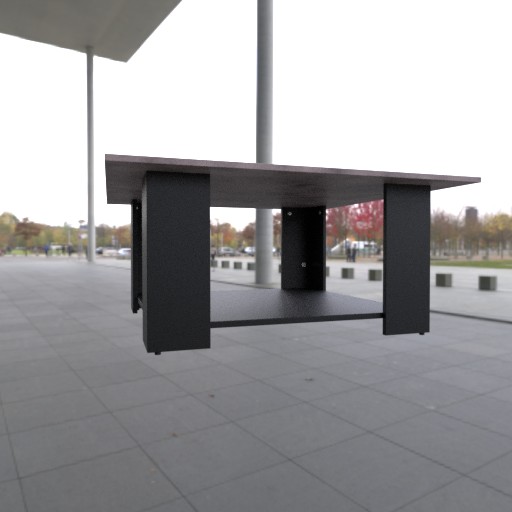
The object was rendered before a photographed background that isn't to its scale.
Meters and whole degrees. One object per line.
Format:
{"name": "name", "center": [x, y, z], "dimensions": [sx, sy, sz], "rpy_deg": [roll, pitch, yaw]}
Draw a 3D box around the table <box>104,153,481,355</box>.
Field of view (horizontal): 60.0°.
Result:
{"name": "table", "center": [0.000, 0.000, 1.047], "dimensions": [0.670, 0.305, 0.670], "rpy_deg": [0, 1, -18]}
